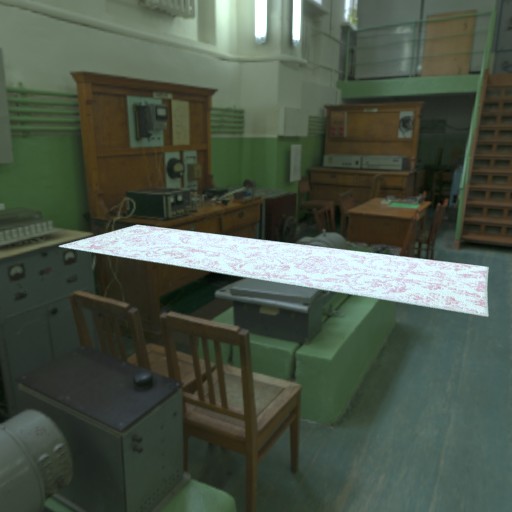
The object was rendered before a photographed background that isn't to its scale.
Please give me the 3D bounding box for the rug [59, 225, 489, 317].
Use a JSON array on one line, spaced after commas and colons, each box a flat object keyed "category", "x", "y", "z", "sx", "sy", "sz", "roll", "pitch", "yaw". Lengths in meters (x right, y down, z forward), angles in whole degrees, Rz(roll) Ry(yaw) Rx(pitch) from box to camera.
[{"category": "rug", "x": 0.000, "y": 0.000, "z": 2.340, "sx": 2.196, "sy": 0.011, "sz": 0.662, "roll": 8, "pitch": 18, "yaw": 26}]
